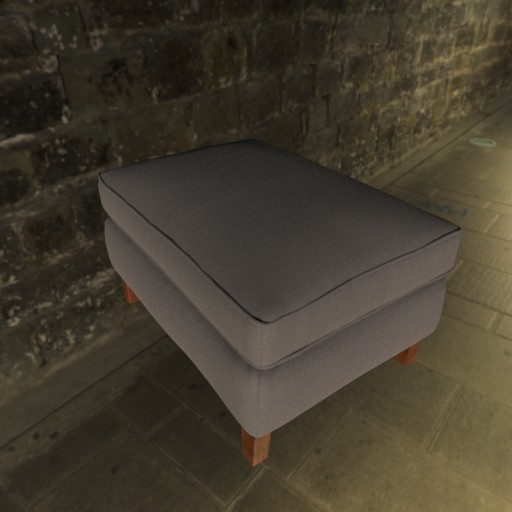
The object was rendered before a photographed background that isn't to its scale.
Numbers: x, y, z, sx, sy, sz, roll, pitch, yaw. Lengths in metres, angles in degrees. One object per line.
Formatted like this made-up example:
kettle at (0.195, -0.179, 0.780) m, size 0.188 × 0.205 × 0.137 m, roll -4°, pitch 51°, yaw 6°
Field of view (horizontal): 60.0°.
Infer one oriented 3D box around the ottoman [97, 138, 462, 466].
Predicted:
ottoman at (0.000, 0.000, 0.997) m, size 0.508 × 0.406 × 0.686 m, roll -21°, pitch 37°, yaw -29°
